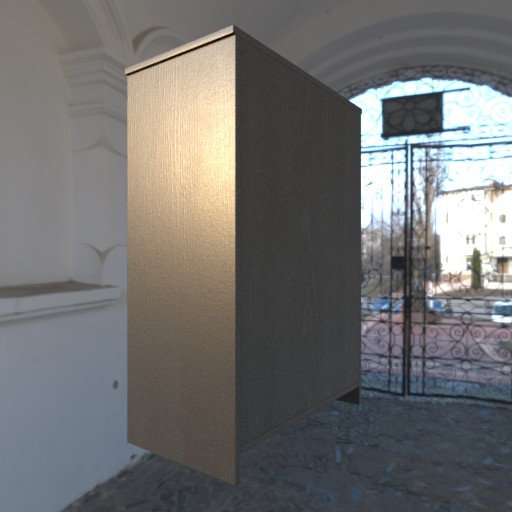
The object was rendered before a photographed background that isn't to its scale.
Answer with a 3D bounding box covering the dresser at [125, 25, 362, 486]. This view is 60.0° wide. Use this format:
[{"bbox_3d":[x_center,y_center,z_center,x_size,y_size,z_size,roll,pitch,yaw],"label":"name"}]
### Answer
[{"bbox_3d":[0.000,0.000,1.374,0.398,1.020,0.700,0,0,37],"label":"dresser"}]
